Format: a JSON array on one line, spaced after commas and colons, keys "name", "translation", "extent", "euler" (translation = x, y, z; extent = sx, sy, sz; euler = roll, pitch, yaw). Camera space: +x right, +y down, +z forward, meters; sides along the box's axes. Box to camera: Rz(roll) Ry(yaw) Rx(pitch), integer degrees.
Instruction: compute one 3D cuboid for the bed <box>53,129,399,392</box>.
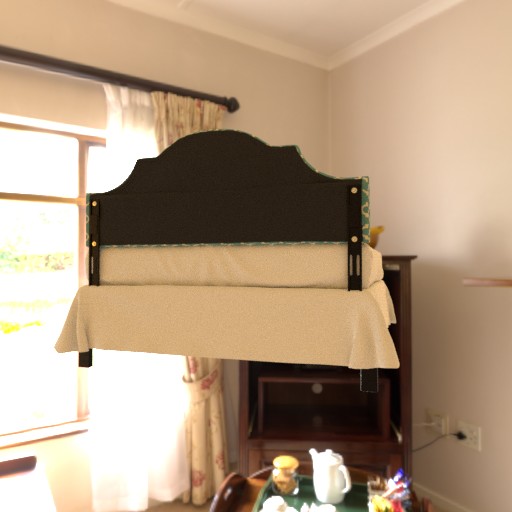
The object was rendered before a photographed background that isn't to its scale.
[{"name": "bed", "translation": [0.000, 0.000, 3.774], "extent": [2.314, 1.601, 2.222], "euler": [0, -1, 18]}]
